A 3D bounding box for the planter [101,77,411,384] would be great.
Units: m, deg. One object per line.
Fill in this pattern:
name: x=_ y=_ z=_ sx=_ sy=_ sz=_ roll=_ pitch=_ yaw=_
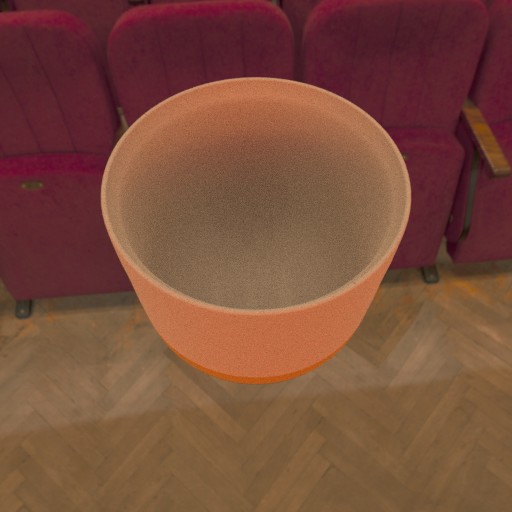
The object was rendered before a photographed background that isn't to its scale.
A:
planter: x=0.000 y=0.000 z=0.499 sx=0.268 sy=0.270 sz=0.268 roll=0 pitch=58 yaw=0
